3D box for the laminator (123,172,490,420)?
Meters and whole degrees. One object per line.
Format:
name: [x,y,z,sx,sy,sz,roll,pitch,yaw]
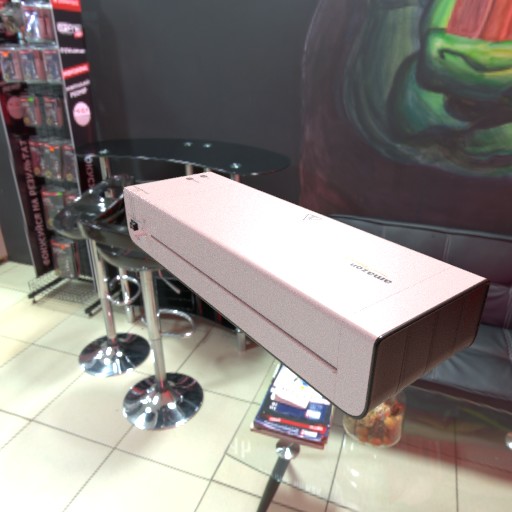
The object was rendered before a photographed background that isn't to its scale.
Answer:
laminator: [0.000,0.000,0.386,0.123,0.062,0.340,-18,30,-33]
